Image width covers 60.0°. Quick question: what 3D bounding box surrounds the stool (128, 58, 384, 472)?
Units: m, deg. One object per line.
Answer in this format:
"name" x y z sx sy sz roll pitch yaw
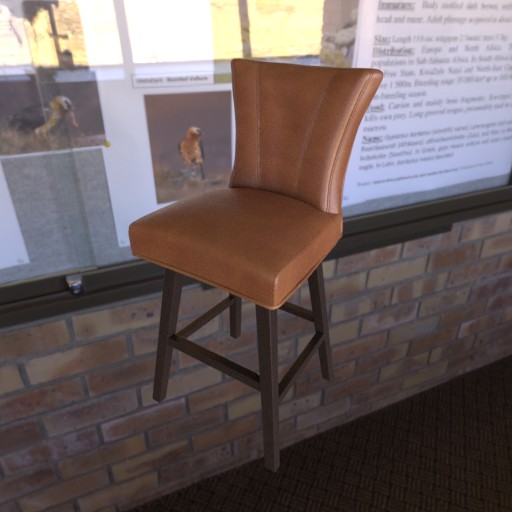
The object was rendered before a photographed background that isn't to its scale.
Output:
"stool" 0.000 0.000 1.412 0.522 1.094 0.585 18 35 29
